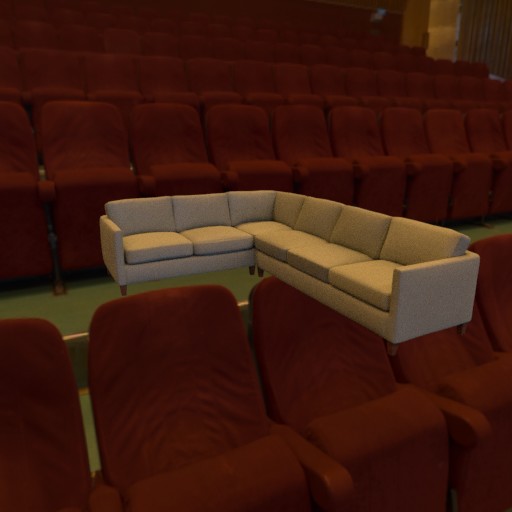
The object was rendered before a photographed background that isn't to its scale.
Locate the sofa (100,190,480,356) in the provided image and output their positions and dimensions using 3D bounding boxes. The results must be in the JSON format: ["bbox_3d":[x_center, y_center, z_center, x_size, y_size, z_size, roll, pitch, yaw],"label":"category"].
[{"bbox_3d":[0.000,0.000,4.553,2.592,0.947,3.301,-8,17,-26],"label":"sofa"}]
